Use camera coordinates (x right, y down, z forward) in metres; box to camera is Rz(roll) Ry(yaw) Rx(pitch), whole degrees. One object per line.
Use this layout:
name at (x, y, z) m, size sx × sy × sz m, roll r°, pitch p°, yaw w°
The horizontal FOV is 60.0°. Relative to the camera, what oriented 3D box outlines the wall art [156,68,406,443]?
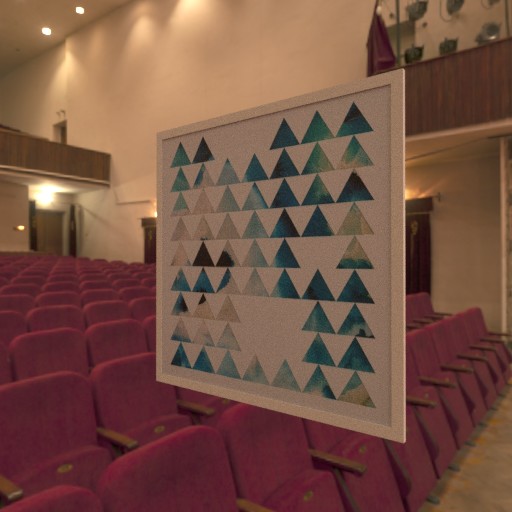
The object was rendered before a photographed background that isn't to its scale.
wall art at (0.000, 0.000, 1.207) m, size 0.809 × 0.809 × 0.012 m, roll 0°, pitch 0°, yaw 37°
